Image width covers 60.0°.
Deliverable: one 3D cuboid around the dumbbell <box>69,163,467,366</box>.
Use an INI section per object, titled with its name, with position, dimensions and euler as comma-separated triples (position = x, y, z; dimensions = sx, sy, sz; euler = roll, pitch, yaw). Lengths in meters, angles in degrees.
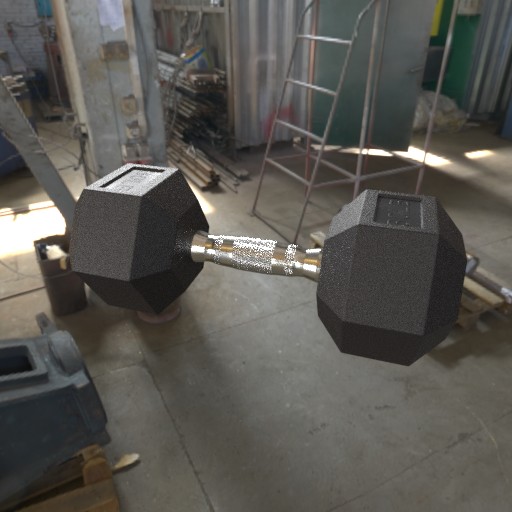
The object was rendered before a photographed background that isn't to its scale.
[dumbbell]
position = 0.000, 0.000, 0.403
dimensions = 0.337, 0.123, 0.142
euler = 9, 31, 15
